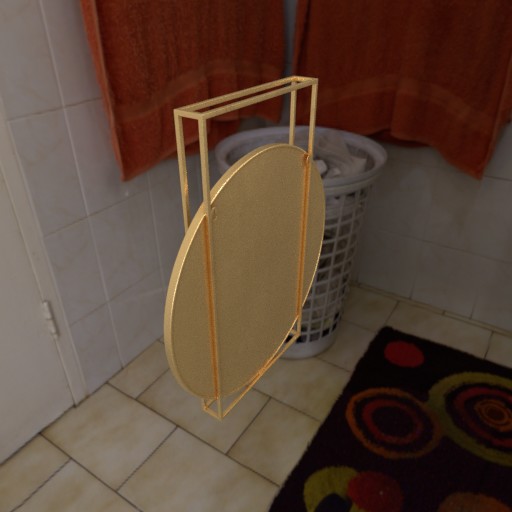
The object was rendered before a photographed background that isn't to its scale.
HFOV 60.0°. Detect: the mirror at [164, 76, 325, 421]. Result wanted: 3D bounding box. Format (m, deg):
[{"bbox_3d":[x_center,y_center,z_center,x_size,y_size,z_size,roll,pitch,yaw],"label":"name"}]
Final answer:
[{"bbox_3d":[0.000,0.000,0.852,0.051,0.603,0.508,20,37,29],"label":"mirror"}]
